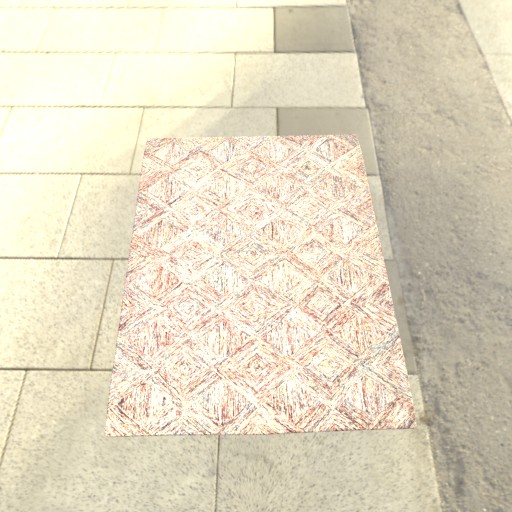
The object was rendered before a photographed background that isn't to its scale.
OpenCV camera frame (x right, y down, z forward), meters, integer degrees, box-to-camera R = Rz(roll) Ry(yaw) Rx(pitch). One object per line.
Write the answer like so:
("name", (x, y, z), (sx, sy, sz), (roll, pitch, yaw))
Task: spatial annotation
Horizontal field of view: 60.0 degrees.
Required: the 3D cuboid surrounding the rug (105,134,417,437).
("rug", (0.000, 0.000, 4.249), (2.436, 0.024, 3.226), (-1, 59, -1))
